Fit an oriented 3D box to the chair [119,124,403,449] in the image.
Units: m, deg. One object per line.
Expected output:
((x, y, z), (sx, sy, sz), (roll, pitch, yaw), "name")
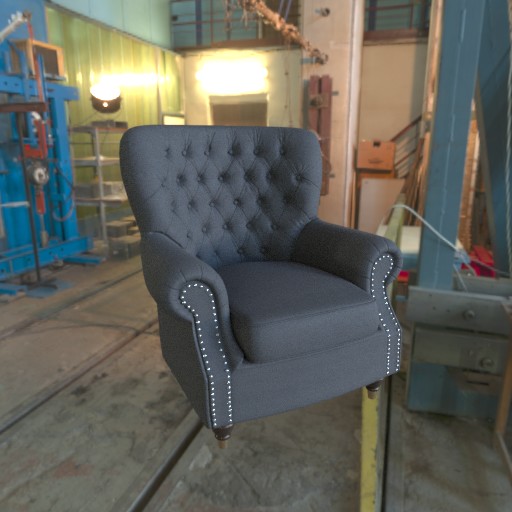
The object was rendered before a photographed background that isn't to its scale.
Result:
((0.000, 0.000, 1.803), (0.983, 1.046, 0.983), (-7, 16, -26), "chair")
